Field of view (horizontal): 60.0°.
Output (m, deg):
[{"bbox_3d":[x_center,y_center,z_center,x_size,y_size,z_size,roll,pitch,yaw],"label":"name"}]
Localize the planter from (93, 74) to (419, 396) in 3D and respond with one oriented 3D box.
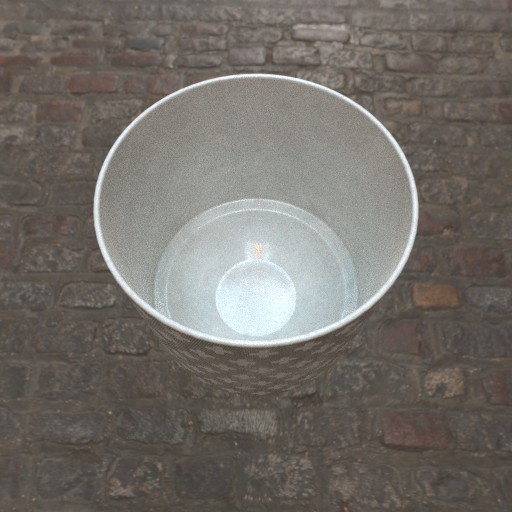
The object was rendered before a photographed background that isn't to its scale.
[{"bbox_3d":[0.000,0.000,0.451,0.250,0.239,0.250,0,64,0],"label":"planter"}]
